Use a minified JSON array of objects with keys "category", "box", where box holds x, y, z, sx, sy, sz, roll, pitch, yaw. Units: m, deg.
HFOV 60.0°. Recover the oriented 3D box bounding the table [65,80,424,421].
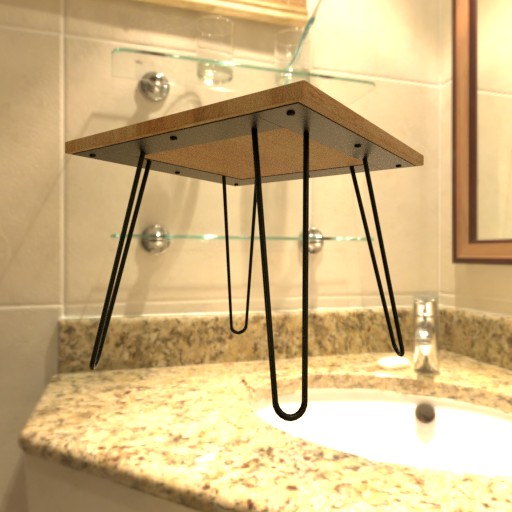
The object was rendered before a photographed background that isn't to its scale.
[{"category":"table","box":[0.000,0.000,1.037,0.599,0.500,0.599,0,1,36]}]
